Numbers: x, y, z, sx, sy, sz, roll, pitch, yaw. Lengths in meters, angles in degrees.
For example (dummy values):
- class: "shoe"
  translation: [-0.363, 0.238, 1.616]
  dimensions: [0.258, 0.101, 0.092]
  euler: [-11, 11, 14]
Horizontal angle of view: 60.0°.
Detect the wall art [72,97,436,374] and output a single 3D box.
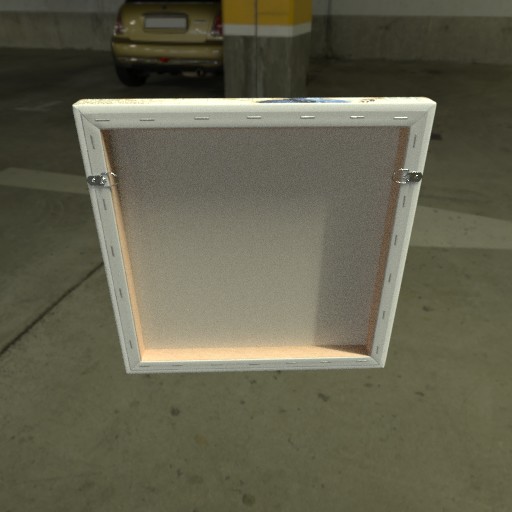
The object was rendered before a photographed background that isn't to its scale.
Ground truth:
- class: "wall art"
  translation: [0.000, 0.000, 0.754]
  dimensions: [0.507, 0.508, 0.038]
  euler: [-1, 30, -2]
